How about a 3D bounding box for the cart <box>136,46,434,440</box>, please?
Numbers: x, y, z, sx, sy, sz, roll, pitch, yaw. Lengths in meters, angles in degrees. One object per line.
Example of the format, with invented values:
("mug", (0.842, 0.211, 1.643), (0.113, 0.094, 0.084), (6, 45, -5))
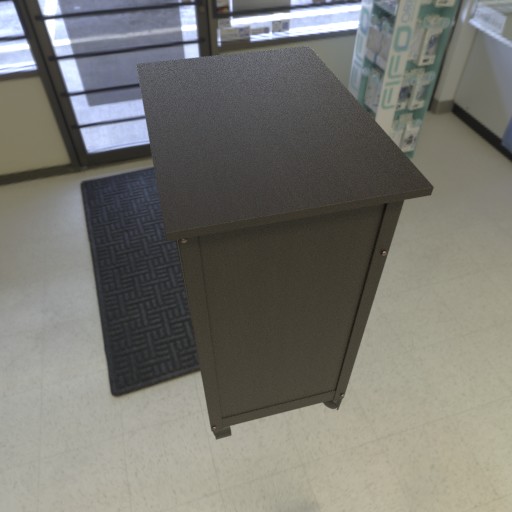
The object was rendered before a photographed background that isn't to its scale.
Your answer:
("cart", (0.000, 0.000, 1.250), (0.456, 0.879, 0.660), (-11, 47, -10))
